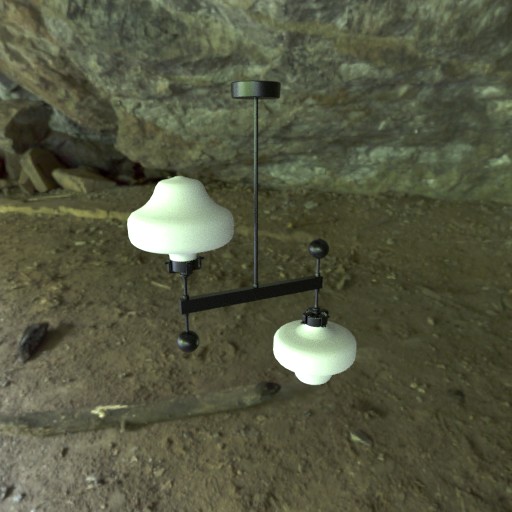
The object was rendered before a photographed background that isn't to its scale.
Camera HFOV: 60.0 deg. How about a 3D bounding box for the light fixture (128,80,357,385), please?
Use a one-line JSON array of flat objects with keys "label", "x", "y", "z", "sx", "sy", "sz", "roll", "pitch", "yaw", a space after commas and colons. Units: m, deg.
[{"label": "light fixture", "x": 0.000, "y": 0.000, "z": 1.017, "sx": 0.422, "sy": 0.743, "sz": 0.489, "roll": 8, "pitch": 18, "yaw": 25}]
